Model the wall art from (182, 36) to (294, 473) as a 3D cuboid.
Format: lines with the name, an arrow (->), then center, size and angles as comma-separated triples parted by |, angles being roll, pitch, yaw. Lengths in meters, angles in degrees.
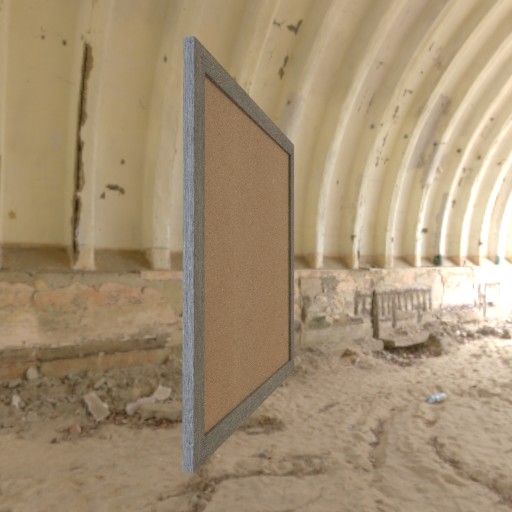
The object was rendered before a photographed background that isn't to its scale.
wall art -> 0.000, 0.000, 1.021 | 0.020, 0.685, 0.685 | 0, -1, 18
